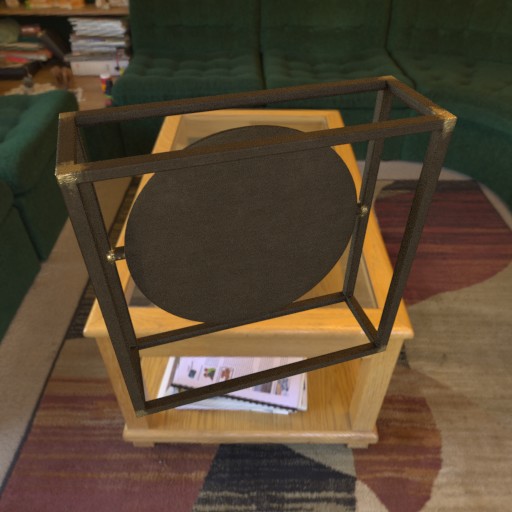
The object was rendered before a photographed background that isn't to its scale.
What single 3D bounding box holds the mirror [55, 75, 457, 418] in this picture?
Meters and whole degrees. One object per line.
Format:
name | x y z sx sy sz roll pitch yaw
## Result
mirror | 0.000 0.000 0.459 0.306 0.303 0.107 -11 42 -13
